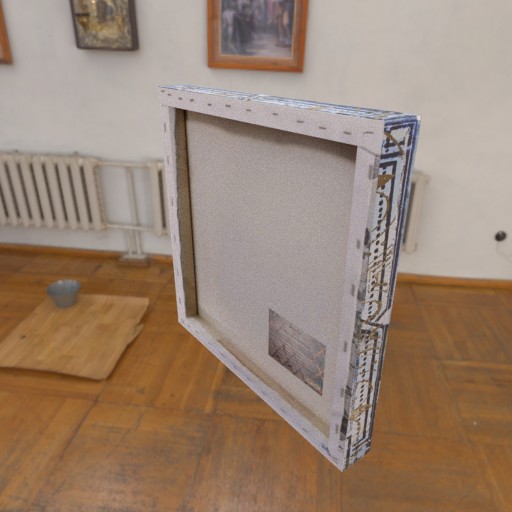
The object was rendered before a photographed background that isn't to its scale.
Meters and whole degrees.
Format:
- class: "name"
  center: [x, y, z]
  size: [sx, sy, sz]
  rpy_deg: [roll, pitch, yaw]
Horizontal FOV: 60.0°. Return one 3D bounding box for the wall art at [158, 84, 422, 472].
- class: "wall art"
  center: [0.000, 0.000, 0.449]
  size: [0.038, 0.306, 0.302]
  rpy_deg: [-18, 31, -33]
